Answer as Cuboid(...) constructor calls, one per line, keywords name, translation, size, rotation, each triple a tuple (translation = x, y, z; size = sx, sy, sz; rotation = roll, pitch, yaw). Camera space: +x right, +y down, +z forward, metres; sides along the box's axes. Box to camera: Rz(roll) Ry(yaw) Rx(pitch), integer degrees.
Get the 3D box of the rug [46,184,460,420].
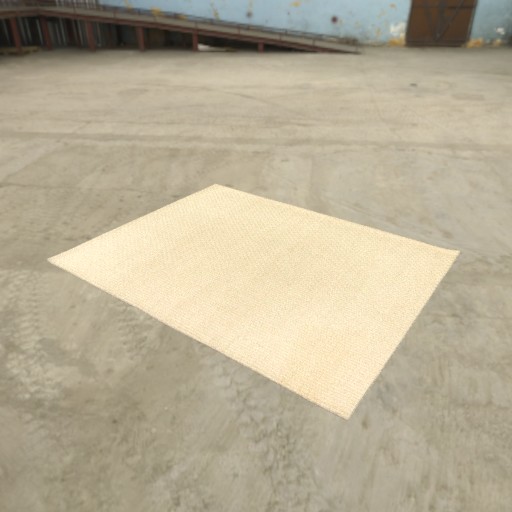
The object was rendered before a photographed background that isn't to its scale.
Cuboid(name="rug", translation=(0.000, 0.000, 3.925), size=(2.897, 0.035, 2.277), rotation=(20, 36, 31))
